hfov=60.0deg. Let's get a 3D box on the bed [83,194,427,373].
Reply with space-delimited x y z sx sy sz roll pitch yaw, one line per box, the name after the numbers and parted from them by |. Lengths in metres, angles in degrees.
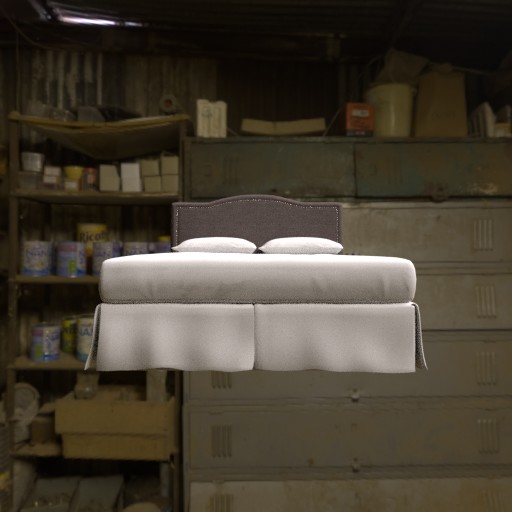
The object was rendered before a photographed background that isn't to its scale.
0.000 0.000 4.066 2.161 1.457 2.689 0 0 0 | bed
